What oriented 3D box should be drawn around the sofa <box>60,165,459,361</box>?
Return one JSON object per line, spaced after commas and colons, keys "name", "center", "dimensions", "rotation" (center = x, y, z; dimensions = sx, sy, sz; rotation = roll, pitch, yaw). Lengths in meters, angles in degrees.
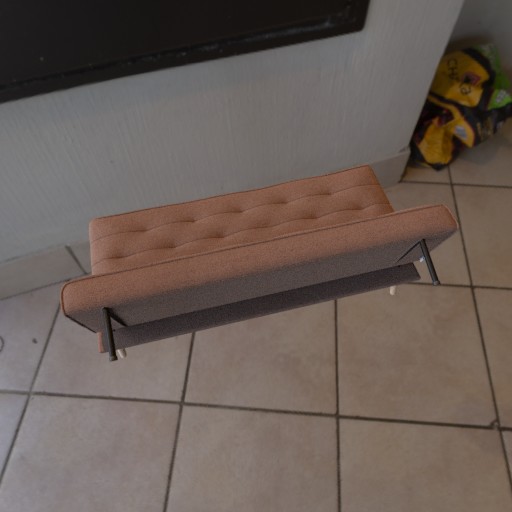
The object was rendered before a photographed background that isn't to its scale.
{"name": "sofa", "center": [0.000, 0.000, 2.411], "dimensions": [1.820, 0.810, 1.038], "rotation": [-12, 59, -7]}
